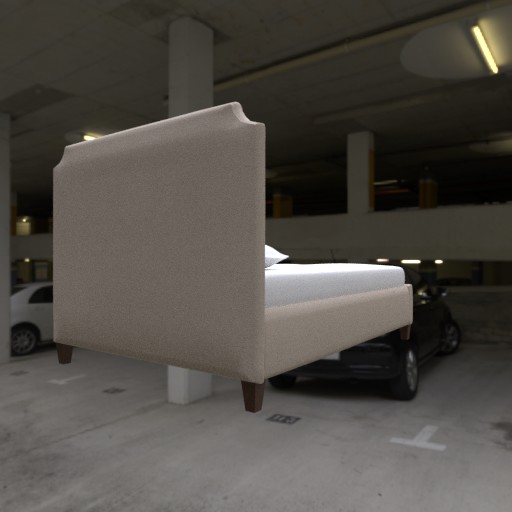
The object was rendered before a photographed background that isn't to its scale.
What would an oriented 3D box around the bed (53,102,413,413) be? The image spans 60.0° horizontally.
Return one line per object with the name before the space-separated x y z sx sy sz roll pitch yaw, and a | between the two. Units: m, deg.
bed | 0.000 0.000 3.411 1.713 1.443 2.372 0 0 36
